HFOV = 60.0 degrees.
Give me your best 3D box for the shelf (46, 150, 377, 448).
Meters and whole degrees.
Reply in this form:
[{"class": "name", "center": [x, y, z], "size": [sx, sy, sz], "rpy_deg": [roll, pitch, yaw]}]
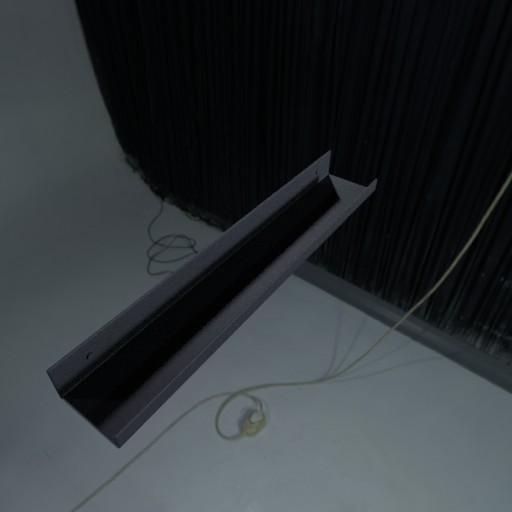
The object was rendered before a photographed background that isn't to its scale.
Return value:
[{"class": "shelf", "center": [0.000, 0.000, 0.642], "size": [0.102, 0.053, 0.605], "rpy_deg": [26, 47, 27]}]
